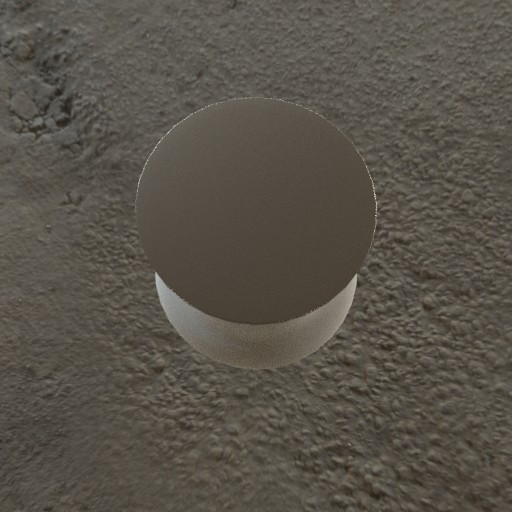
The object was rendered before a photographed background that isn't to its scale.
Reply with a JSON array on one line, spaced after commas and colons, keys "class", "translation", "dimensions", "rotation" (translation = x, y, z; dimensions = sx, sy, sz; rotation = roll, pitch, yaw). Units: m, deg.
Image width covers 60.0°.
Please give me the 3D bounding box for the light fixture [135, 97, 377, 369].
[{"class": "light fixture", "translation": [0.000, 0.000, 0.401], "dimensions": [0.199, 0.254, 0.199], "rotation": [0, 74, 0]}]
